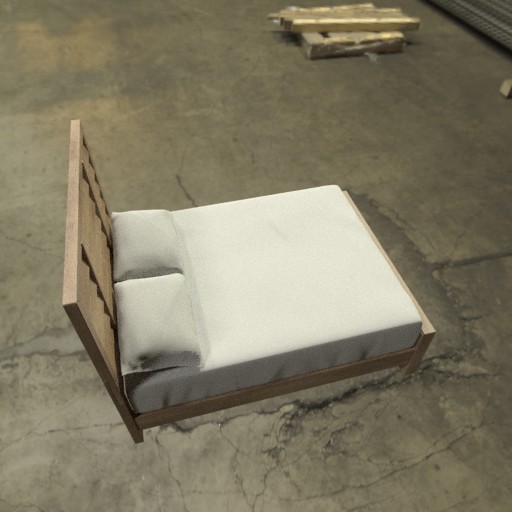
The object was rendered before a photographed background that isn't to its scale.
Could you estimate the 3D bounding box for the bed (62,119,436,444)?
[{"bbox_3d":[0.000,0.000,3.271,2.197,1.626,1.626,-11,48,-10],"label":"bed"}]
